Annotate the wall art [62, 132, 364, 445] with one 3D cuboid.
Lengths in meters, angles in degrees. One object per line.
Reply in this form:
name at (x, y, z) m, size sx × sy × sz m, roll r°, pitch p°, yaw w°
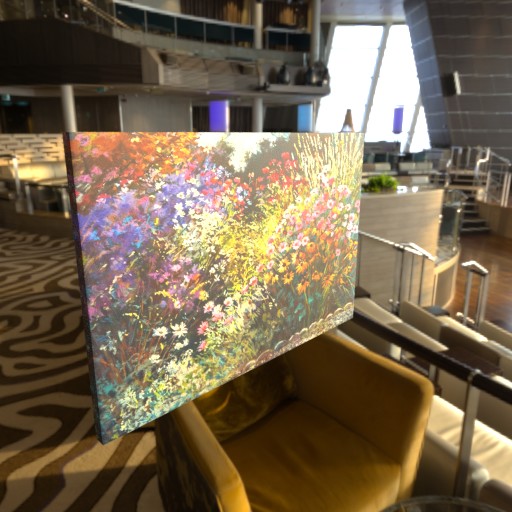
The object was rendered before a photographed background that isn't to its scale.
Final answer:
wall art at (0.000, 0.000, 1.417) m, size 0.042 × 0.760 × 1.136 m, roll 15°, pitch 21°, yaw 43°
